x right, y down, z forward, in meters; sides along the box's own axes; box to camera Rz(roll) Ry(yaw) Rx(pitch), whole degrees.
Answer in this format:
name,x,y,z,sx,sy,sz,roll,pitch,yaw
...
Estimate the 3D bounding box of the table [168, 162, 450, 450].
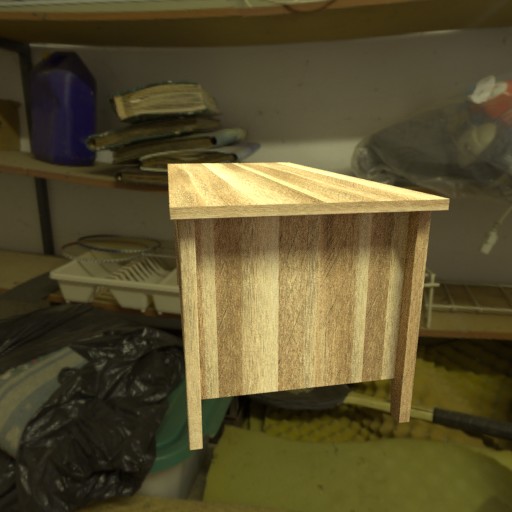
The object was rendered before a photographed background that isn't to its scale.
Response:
name,x,y,z,sx,sy,sz,roll,pitch,yaw
table,0.000,0.000,1.328,0.493,0.480,1.095,-3,16,-11
